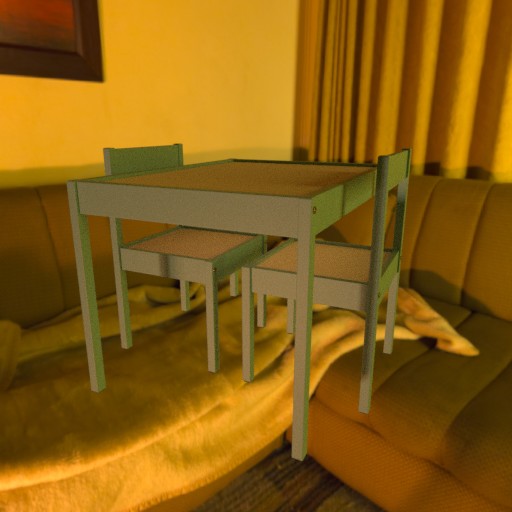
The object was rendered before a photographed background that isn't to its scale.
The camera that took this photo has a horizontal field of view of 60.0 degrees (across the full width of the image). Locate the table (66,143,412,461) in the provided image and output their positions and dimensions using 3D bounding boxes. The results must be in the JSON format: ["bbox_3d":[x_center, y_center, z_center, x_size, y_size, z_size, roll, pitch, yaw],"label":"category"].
[{"bbox_3d":[0.000,0.000,1.062,0.633,0.503,0.639,8,18,25],"label":"table"}]
